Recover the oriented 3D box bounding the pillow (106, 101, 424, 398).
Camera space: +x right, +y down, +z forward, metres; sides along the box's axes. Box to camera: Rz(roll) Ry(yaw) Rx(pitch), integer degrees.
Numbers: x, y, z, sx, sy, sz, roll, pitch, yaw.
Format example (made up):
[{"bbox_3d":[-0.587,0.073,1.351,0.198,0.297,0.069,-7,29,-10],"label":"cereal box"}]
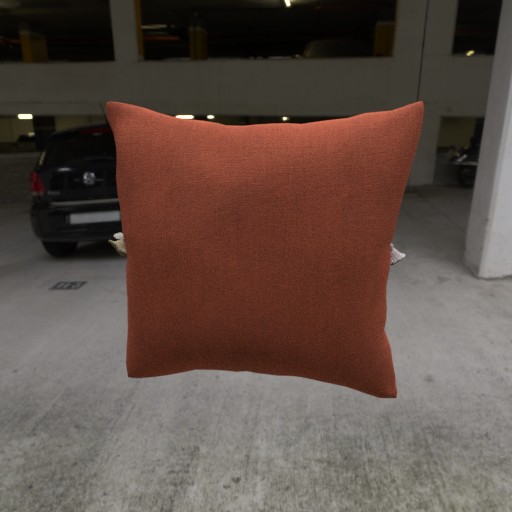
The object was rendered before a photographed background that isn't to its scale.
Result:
[{"bbox_3d":[0.000,0.000,0.732,0.490,0.482,0.165,2,18,8],"label":"pillow"}]
